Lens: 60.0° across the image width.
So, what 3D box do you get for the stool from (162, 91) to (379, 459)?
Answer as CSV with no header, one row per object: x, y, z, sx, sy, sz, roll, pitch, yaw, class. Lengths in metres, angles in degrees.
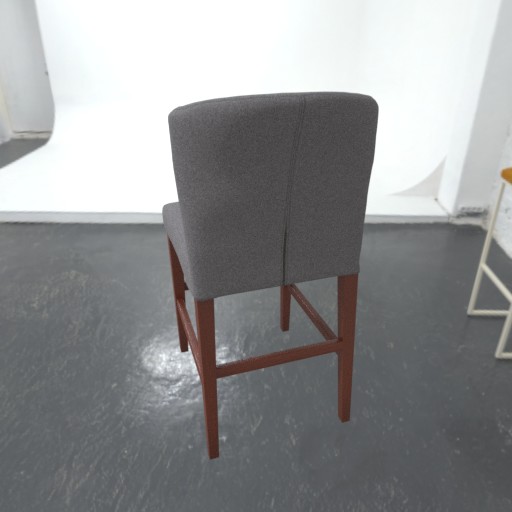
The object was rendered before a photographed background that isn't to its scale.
0.000,0.000,1.302,0.481,0.968,0.568,-9,28,-16,stool
